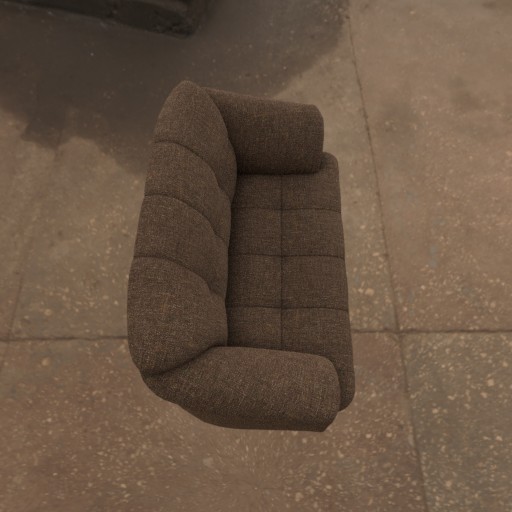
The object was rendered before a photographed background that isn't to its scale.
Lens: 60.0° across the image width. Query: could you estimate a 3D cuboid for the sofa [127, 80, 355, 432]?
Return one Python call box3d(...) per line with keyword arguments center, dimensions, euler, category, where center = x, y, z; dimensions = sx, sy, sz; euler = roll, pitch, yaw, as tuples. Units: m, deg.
box3d(center=(0.000, 0.000, 1.923), dimensions=(0.799, 0.895, 1.404), euler=(1, 62, 1), category="sofa")
